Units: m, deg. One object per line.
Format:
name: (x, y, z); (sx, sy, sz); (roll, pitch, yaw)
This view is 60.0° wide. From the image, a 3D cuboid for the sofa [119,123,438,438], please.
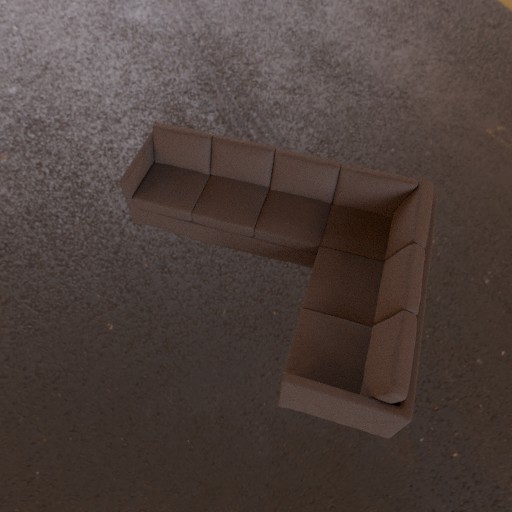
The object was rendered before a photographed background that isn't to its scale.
sofa: (0.000, 0.000, 4.371); (3.182, 0.871, 2.432); (15, 58, 9)
